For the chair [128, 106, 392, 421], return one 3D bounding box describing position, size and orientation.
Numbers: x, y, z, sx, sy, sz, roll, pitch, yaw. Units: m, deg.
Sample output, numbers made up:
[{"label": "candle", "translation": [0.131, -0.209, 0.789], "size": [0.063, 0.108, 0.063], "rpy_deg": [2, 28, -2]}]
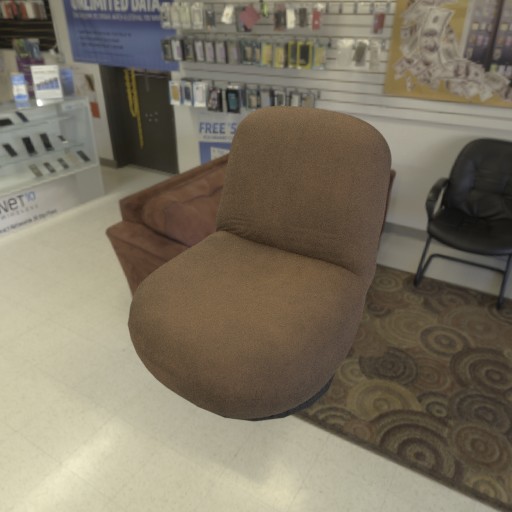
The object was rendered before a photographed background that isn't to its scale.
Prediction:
[{"label": "chair", "translation": [0.000, 0.000, 1.041], "size": [0.521, 0.594, 0.597], "rpy_deg": [19, 35, 29]}]
